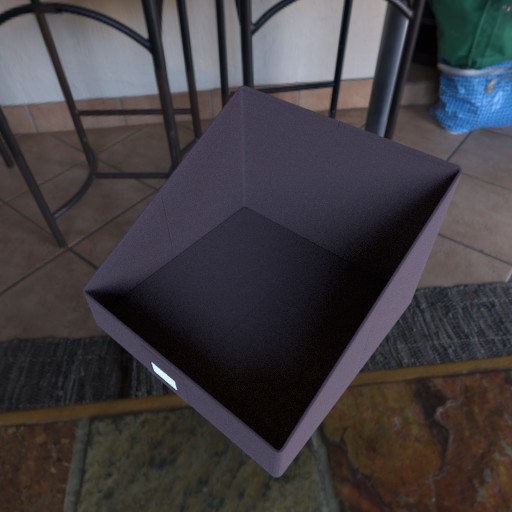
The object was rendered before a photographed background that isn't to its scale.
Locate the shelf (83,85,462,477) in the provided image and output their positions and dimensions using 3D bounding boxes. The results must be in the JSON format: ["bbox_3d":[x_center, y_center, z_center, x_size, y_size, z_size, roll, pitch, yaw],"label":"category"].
[{"bbox_3d":[0.000,0.000,0.497,0.292,0.210,0.292,31,53,27],"label":"shelf"}]
